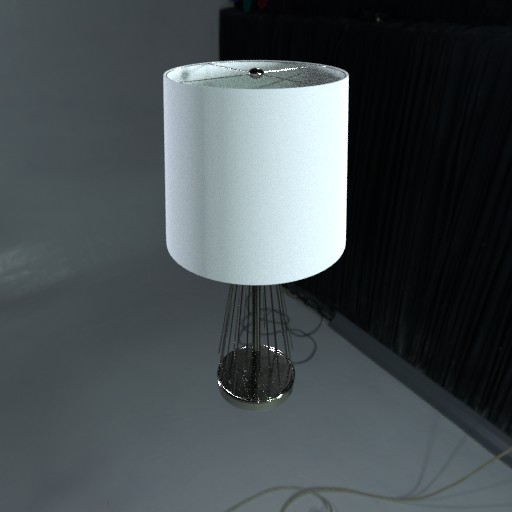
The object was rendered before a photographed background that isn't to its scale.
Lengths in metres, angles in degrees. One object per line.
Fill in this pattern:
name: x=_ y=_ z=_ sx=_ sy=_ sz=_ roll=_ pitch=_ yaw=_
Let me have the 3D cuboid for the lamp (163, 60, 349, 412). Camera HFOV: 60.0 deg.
lamp: x=0.000 y=0.000 z=0.783 sx=0.303 sy=0.618 sz=0.303 roll=0 pitch=31 yaw=0
